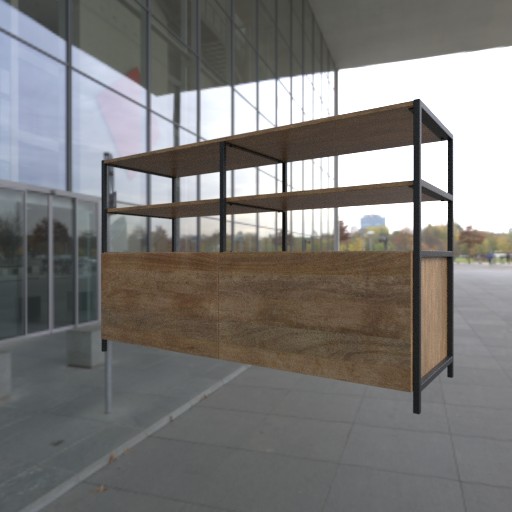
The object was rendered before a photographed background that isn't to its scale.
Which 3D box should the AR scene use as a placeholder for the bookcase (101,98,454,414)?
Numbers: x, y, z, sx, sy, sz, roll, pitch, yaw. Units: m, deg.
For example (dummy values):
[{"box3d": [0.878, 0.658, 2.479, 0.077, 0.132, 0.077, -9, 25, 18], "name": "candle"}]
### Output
[{"box3d": [0.000, 0.000, 1.473, 1.149, 0.712, 0.391, 0, 0, 35], "name": "bookcase"}]
